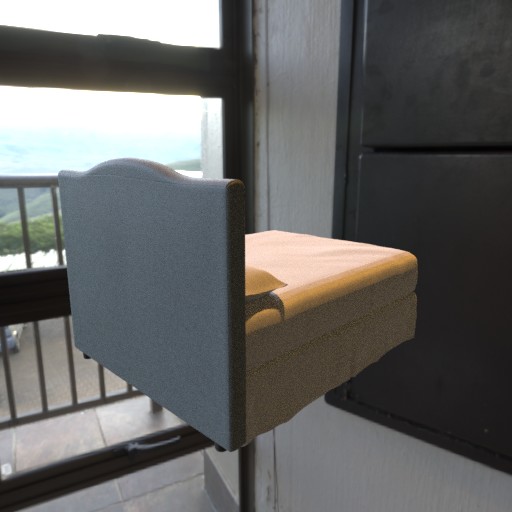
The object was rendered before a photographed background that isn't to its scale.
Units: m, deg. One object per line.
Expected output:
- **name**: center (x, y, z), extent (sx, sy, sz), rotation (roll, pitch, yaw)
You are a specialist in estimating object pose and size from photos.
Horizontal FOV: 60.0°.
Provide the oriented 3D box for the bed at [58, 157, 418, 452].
- **bed**: center (0.000, 0.000, 3.323), extent (1.753, 1.460, 2.143), rotation (12, 18, 43)
